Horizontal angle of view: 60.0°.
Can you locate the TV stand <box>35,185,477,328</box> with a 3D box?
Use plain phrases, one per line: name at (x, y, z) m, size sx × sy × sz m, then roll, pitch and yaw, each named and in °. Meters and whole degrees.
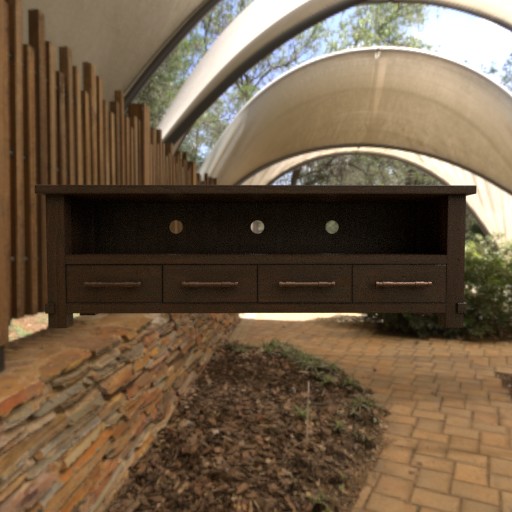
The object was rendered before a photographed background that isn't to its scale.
TV stand at (0.000, 0.000, 2.106) m, size 1.866 × 0.615 × 0.471 m, roll 0°, pitch 2°, yaw 0°
